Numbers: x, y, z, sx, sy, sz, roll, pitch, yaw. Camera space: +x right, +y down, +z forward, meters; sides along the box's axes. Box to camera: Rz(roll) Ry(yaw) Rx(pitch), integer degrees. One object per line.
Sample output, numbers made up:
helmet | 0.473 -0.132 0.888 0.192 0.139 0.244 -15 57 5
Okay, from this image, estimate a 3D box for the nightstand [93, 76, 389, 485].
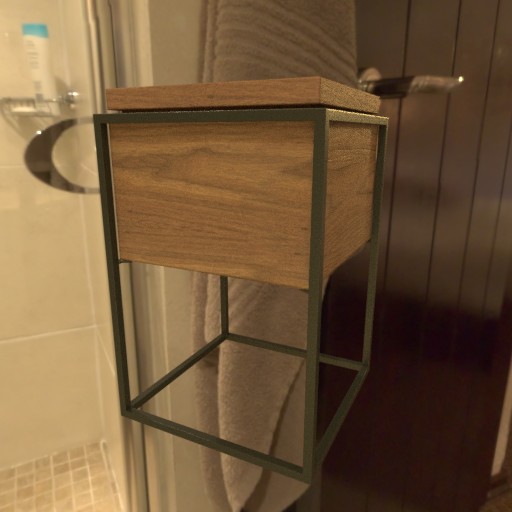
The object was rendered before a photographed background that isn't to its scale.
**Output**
nightstand | 0.000 0.000 0.877 0.397 0.607 0.397 8 17 26
